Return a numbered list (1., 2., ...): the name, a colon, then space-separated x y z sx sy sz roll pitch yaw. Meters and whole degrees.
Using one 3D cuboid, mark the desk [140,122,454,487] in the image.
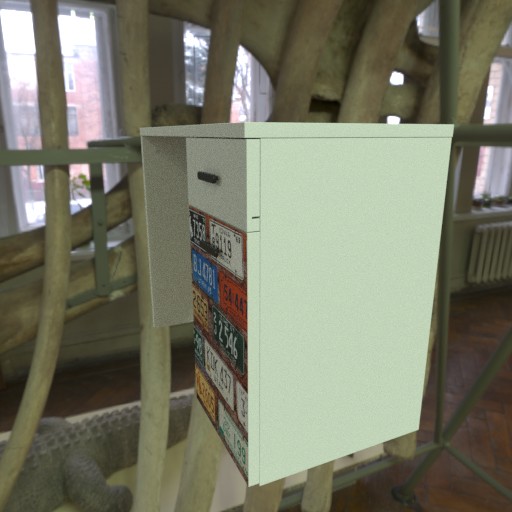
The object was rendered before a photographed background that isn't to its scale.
1. desk: 0.000 0.000 1.303 0.482 0.730 0.898 -7 17 -24
